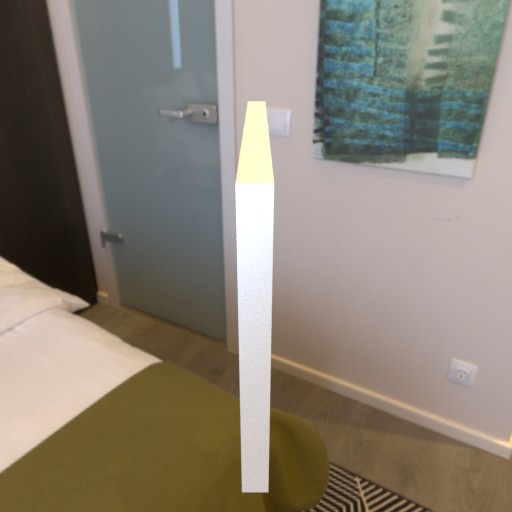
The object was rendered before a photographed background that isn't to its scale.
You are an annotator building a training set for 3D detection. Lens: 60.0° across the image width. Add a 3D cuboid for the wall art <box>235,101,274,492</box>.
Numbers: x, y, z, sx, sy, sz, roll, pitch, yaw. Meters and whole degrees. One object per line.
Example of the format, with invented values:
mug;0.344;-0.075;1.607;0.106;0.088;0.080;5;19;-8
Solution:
wall art;0.000;0.000;1.409;0.066;0.801;1.056;0;26;0
